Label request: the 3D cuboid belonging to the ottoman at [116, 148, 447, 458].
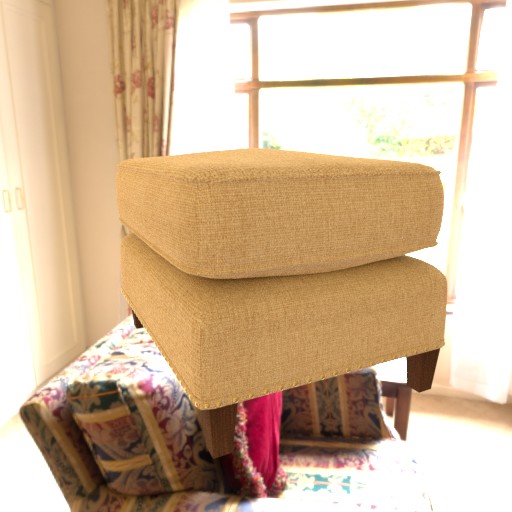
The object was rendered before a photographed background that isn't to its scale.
[{"bbox_3d":[0.000,0.000,1.133,0.589,0.537,0.738,-7,15,-26],"label":"ottoman"}]
